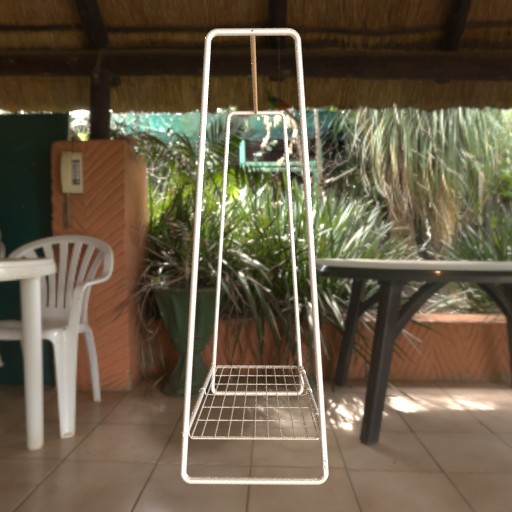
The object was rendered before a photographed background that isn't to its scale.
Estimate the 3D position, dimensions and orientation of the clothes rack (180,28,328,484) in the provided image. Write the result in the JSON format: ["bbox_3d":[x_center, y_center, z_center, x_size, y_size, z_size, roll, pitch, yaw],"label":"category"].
[{"bbox_3d":[0.000,0.000,1.900,0.495,1.500,0.900,0,1,1],"label":"clothes rack"}]
